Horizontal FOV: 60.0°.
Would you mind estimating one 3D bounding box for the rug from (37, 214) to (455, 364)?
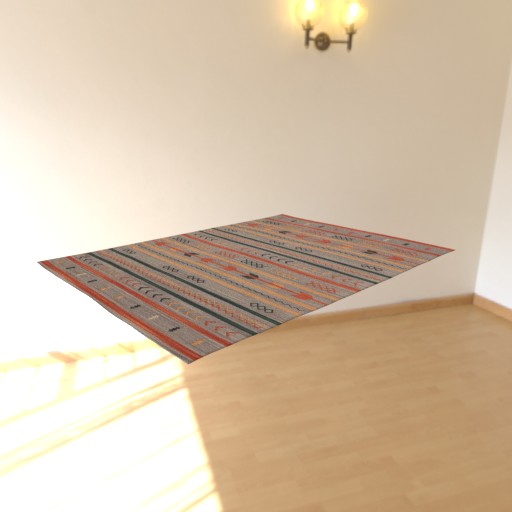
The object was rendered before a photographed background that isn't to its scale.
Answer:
[{"bbox_3d":[0.000,0.000,3.965,3.029,0.022,2.263,-15,22,-41],"label":"rug"}]
